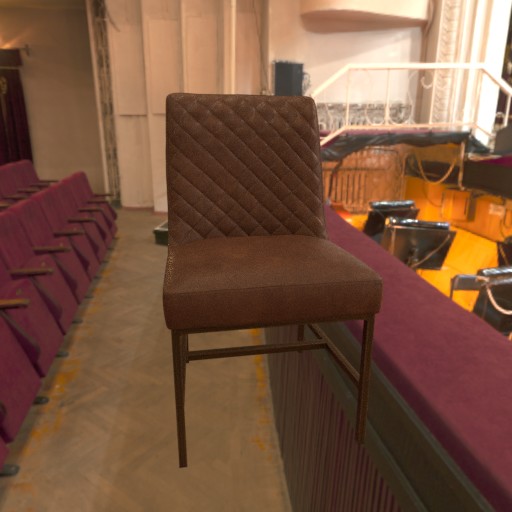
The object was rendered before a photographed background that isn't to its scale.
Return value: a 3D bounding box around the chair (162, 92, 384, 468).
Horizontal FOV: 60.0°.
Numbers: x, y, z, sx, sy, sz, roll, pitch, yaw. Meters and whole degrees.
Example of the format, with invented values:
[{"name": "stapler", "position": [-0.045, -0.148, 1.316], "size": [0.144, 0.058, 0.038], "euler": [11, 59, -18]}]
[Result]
[{"name": "chair", "position": [0.000, 0.000, 1.245], "size": [0.508, 0.889, 0.587], "euler": [-3, 17, -10]}]
